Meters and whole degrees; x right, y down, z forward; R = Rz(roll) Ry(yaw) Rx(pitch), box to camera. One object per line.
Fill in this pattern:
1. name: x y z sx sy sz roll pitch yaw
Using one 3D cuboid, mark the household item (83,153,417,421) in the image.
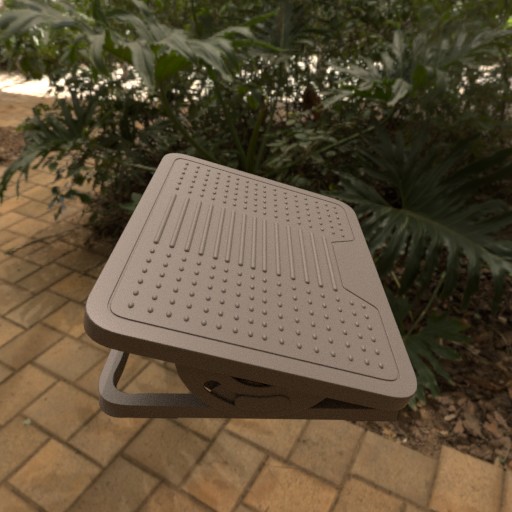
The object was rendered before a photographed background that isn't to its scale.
1. household item: 0.000 0.000 0.533 0.301 0.126 0.390 1 33 1
